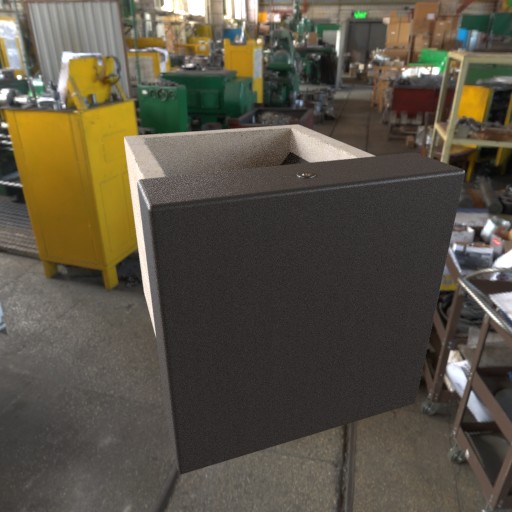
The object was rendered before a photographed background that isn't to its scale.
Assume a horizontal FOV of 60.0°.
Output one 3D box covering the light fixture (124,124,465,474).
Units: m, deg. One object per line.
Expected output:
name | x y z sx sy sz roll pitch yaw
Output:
light fixture | 0.000 0.000 0.238 0.121 0.121 0.143 -9 28 -18
